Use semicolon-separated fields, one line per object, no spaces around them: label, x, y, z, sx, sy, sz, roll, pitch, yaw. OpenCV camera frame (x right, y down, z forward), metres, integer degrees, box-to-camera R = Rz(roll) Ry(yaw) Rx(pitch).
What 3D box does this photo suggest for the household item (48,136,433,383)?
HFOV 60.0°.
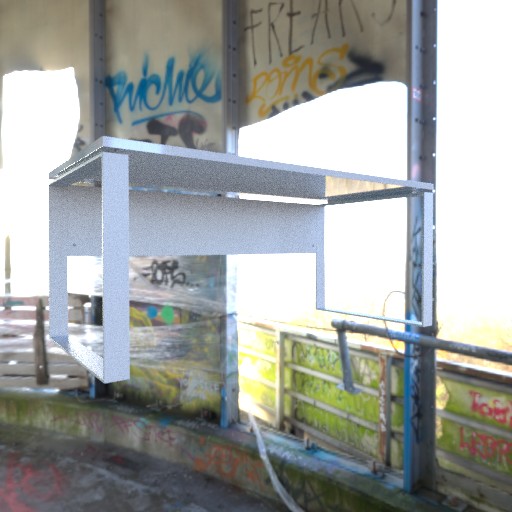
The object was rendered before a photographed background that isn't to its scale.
household item;0.000;0.000;2.145;1.700;0.745;0.800;-1;1;-36
